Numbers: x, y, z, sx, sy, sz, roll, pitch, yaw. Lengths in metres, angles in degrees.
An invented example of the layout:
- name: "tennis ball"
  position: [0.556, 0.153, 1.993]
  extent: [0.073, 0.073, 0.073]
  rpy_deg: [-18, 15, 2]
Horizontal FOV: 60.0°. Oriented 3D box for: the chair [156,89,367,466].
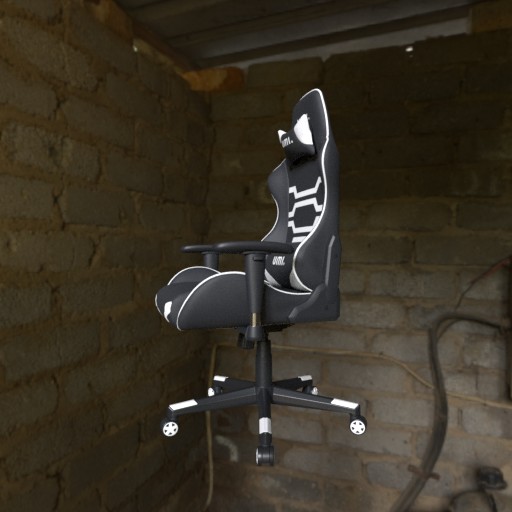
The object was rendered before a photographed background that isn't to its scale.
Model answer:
- name: "chair"
  position: [0.000, 0.000, 1.638]
  extent: [0.700, 1.240, 0.700]
  rpy_deg: [0, 0, -19]
